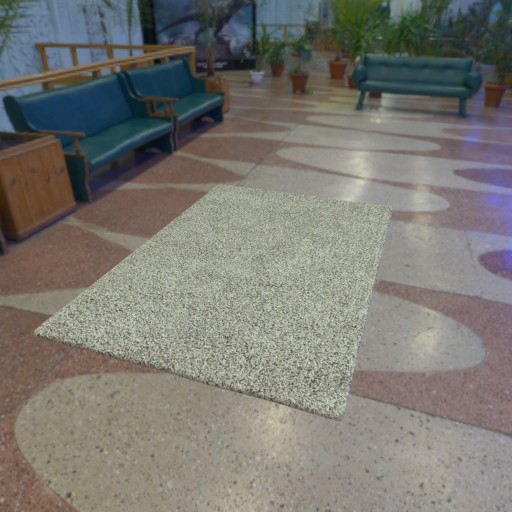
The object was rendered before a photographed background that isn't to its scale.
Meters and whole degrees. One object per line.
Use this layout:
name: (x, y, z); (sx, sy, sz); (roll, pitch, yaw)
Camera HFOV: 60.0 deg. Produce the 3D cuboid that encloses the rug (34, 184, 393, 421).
rug: (0.000, 0.000, 2.282); (1.219, 0.030, 1.778); (10, 31, 17)
